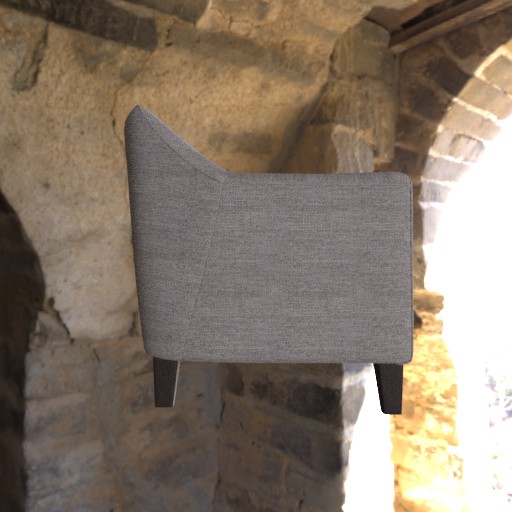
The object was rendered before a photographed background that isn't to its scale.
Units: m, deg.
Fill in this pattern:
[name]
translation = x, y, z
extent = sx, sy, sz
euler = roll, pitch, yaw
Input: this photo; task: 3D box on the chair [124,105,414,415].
[chair]
translation = 0.000, 0.000, 1.422
extent = 0.758, 0.761, 0.796
euler = 0, -1, 0
